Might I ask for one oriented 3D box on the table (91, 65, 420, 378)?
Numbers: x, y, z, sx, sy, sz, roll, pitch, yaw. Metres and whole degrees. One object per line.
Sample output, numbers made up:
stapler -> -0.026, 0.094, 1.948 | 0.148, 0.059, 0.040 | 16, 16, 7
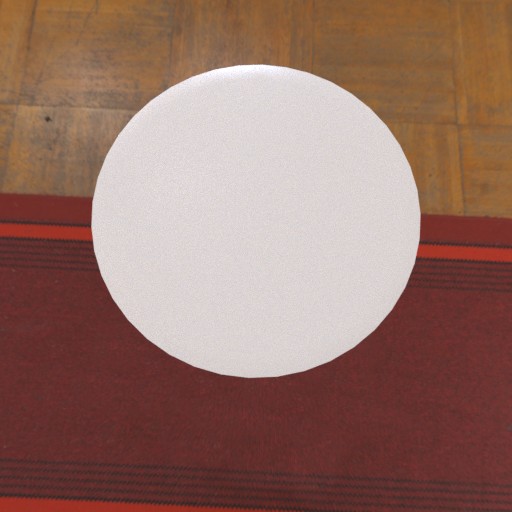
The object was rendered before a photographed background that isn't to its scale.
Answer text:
table -> 0.000, 0.000, 1.009 | 0.513, 0.653, 0.513 | 0, 77, 0
